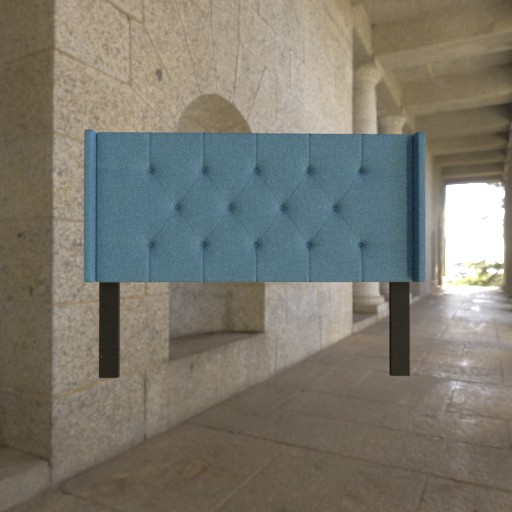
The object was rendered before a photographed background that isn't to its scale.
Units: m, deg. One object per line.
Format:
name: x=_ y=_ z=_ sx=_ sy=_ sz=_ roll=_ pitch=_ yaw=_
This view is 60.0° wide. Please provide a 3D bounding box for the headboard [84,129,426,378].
headboard: x=0.000 y=0.000 z=2.744 sx=2.051 sy=1.524 sz=0.184 roll=0 pitch=-1 yaw=-1
